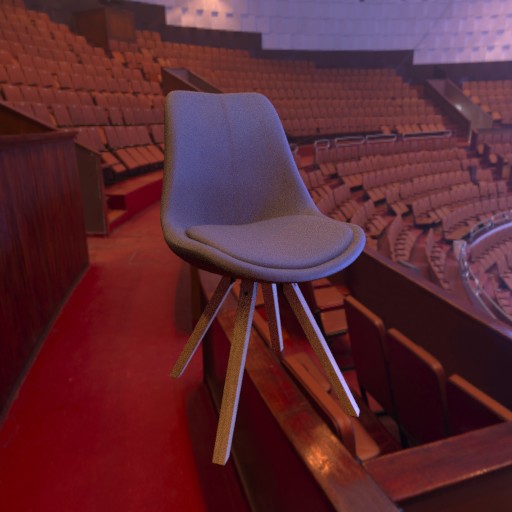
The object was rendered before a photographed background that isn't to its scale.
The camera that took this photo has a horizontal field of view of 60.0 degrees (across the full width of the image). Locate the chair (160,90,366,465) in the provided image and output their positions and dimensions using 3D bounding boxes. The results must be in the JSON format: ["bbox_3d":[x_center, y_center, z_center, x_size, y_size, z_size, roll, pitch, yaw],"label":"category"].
[{"bbox_3d":[0.000,0.000,1.204,0.483,0.865,0.547,-8,19,-25],"label":"chair"}]
